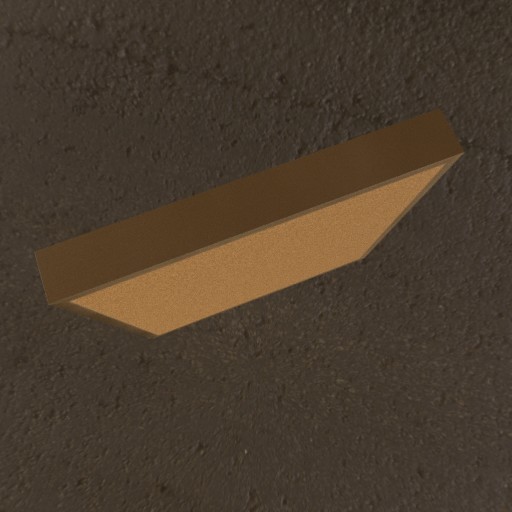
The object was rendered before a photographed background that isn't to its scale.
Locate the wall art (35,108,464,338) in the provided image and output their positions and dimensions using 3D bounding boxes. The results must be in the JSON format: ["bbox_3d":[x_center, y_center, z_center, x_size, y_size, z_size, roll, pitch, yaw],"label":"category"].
[{"bbox_3d":[0.000,0.000,0.454,0.305,0.303,0.038,-20,76,-5],"label":"wall art"}]
